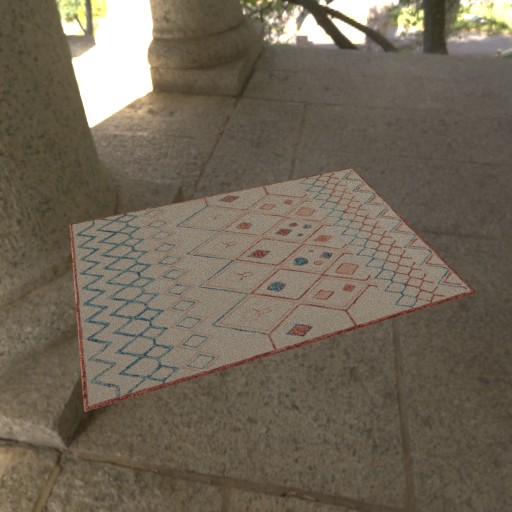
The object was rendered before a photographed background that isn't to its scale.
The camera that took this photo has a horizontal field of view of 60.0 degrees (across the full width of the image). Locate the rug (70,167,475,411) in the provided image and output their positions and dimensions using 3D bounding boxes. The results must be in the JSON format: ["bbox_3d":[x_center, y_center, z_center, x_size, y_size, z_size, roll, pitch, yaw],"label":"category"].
[{"bbox_3d":[0.000,0.000,2.344,1.829,0.016,1.219,-14,44,-14],"label":"rug"}]
